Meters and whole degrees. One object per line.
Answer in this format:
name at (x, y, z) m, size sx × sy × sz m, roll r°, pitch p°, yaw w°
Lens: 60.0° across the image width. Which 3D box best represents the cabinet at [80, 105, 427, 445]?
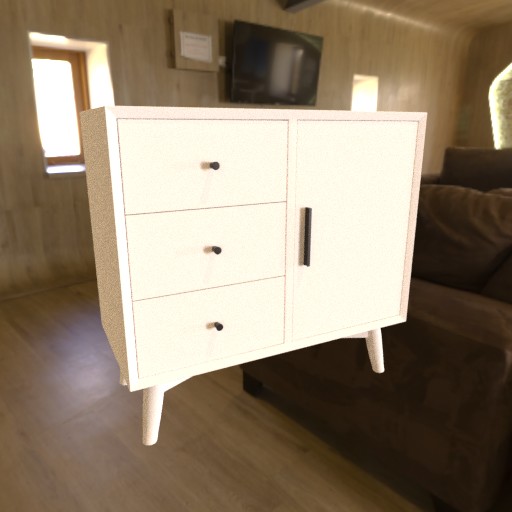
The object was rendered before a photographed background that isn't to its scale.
cabinet at (0.000, 0.000, 1.232) m, size 0.800 × 0.761 × 0.398 m, roll -8°, pitch 18°, yaw -26°
